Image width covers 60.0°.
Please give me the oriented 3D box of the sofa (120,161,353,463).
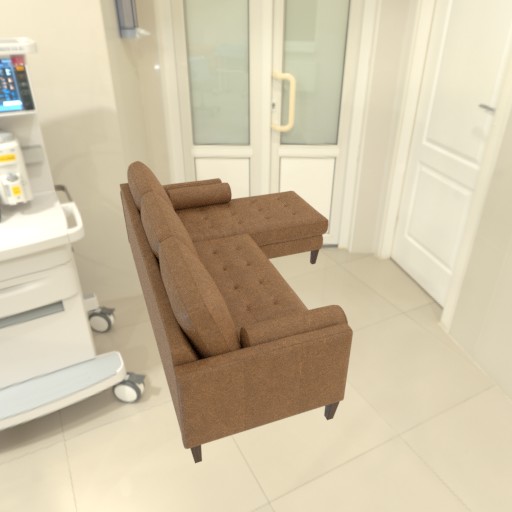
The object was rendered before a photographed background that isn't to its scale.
[{"bbox_3d":[0.000,0.000,2.965,1.506,0.876,2.178,-11,32,-18],"label":"sofa"}]
